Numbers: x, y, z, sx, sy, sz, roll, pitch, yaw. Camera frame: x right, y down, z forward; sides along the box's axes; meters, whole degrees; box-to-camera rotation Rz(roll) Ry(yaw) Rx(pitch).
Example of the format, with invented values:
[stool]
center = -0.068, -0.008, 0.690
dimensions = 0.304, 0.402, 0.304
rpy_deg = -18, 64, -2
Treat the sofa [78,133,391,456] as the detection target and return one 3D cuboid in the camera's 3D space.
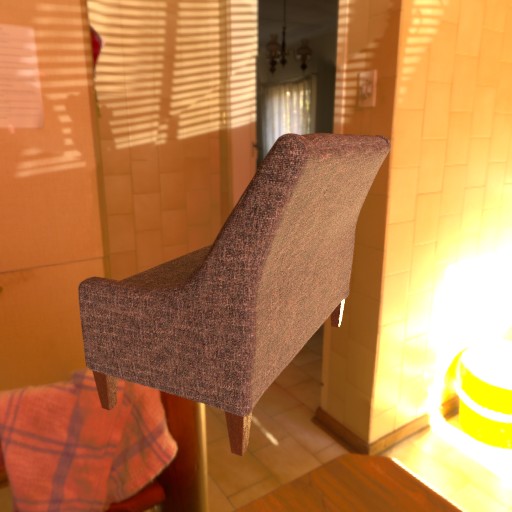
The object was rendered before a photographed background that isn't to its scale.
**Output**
[sofa]
center = 0.000, 0.000, 1.921
dimensions = 0.870, 1.021, 1.242
rpy_deg = 7, 17, 25
